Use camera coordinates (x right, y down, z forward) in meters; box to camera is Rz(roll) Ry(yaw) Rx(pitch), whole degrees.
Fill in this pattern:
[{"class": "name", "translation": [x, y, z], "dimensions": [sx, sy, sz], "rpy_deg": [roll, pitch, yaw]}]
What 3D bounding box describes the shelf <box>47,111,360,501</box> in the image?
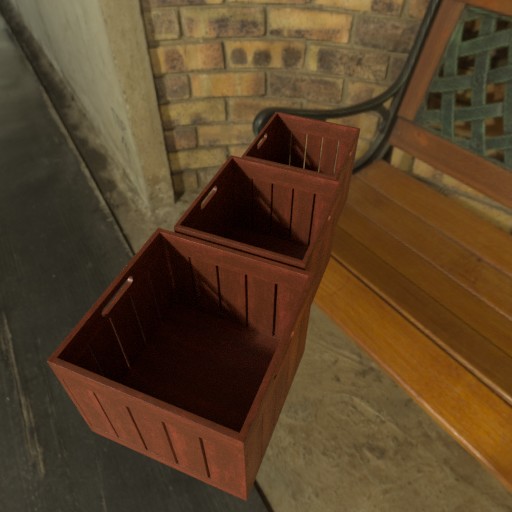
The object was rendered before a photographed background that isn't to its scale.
[{"class": "shelf", "translation": [0.000, 0.000, 1.214], "dimensions": [0.393, 0.311, 1.064], "rpy_deg": [16, 48, 15]}]
